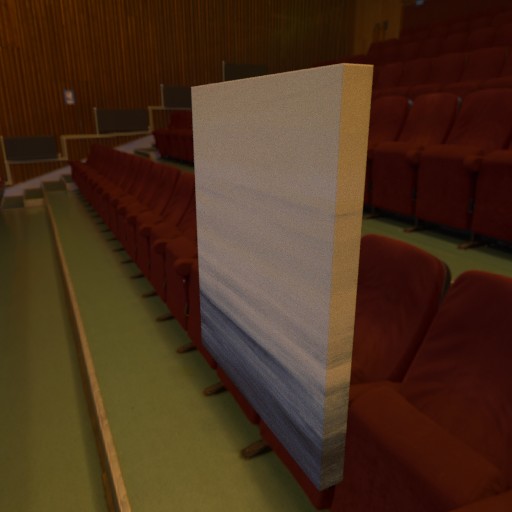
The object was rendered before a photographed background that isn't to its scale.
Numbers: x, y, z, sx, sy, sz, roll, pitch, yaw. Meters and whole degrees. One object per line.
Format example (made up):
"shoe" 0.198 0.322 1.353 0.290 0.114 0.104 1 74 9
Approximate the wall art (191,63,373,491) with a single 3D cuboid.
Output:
"wall art" 0.000 0.000 0.688 0.037 0.511 0.435 -9 20 -26
